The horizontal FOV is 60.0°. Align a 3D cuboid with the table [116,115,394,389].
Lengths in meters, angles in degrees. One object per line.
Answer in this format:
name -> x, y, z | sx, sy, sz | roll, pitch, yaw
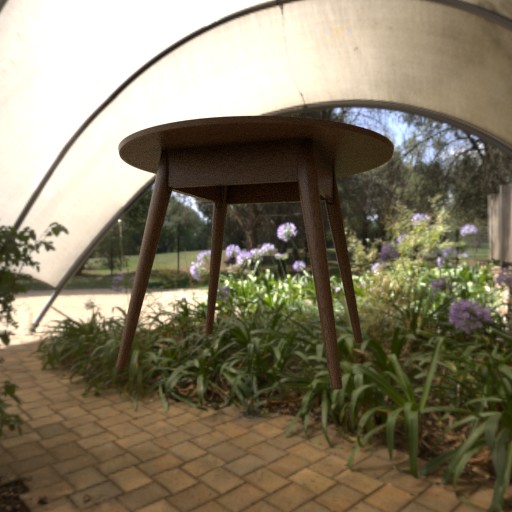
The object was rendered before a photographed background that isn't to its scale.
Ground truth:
table -> 0.000, 0.000, 1.769 | 1.053, 0.786, 1.053 | 0, 0, 0
